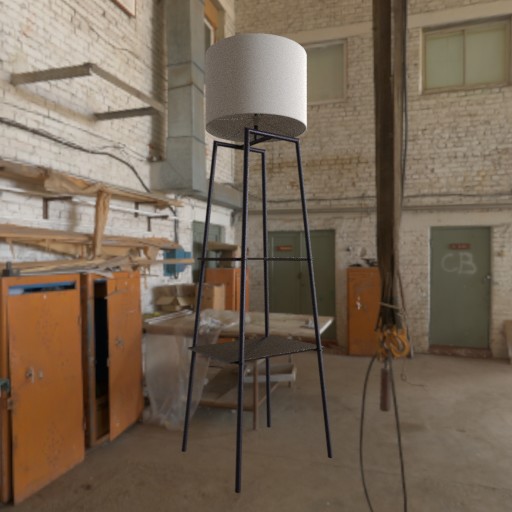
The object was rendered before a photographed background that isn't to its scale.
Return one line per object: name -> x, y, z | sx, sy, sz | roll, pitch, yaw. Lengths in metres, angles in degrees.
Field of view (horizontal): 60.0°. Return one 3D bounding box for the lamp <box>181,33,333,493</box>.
lamp -> 0.000, 0.000, 1.651 | 0.427, 1.474, 0.384 | 0, 0, -36
